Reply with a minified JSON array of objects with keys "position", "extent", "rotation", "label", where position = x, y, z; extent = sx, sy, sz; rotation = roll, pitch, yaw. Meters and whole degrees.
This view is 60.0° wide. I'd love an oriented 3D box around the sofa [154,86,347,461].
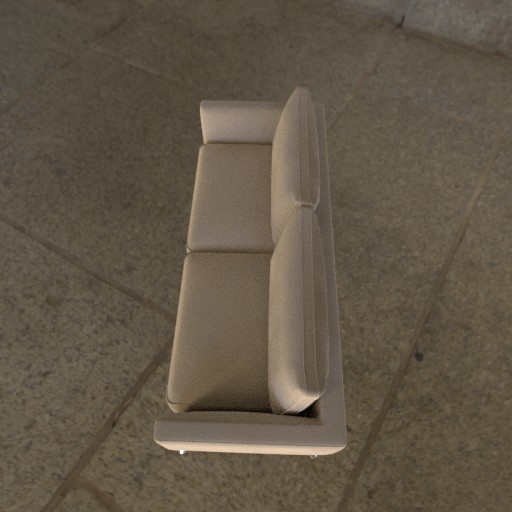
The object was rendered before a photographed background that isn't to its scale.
[{"position":[0.000,0.000,2.691],"extent":[0.868,1.005,2.214],"rotation":[2,59,1],"label":"sofa"}]
